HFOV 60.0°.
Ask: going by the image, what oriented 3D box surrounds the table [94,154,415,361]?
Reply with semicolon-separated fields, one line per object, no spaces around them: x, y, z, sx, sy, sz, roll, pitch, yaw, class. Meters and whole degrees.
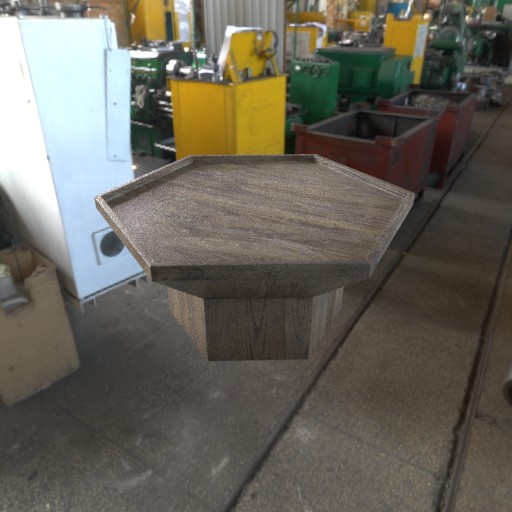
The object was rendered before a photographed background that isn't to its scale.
0.000;0.000;1.657;1.115;0.488;0.966;-1;29;-1;table
